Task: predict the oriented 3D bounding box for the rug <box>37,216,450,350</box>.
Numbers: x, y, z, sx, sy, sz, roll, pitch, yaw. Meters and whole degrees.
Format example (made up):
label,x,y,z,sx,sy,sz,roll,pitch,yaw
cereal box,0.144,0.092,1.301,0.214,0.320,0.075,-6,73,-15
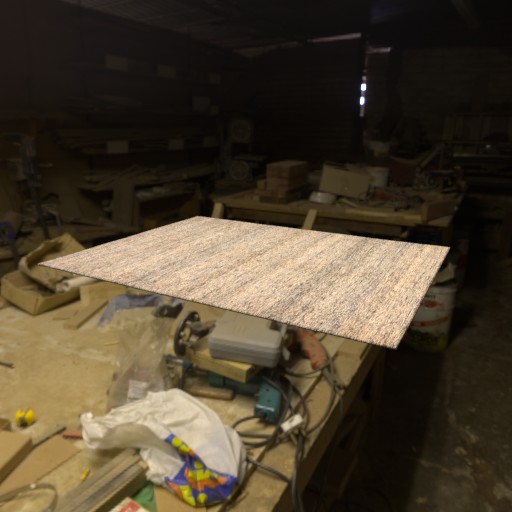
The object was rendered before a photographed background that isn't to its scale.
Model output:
label,x,y,z,sx,sy,sz,roll,pitch,yaw
rug,0.000,0.000,4.278,3.199,0.036,2.414,9,19,28
